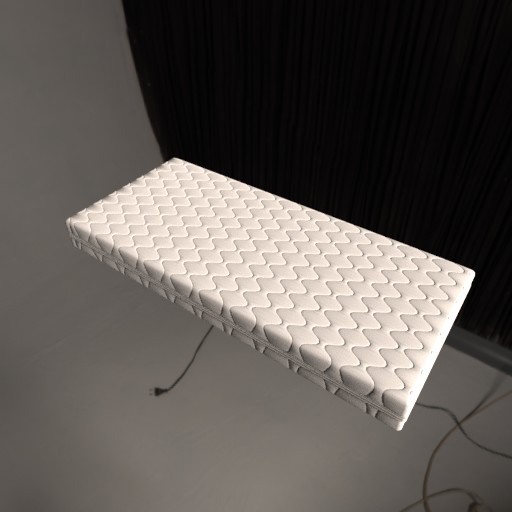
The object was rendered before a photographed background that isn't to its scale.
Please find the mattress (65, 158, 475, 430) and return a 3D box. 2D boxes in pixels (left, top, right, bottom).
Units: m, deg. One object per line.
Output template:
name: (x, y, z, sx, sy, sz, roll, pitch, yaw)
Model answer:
mattress: (0.000, 0.000, 2.368, 2.000, 0.200, 0.900, 25, 46, 26)
